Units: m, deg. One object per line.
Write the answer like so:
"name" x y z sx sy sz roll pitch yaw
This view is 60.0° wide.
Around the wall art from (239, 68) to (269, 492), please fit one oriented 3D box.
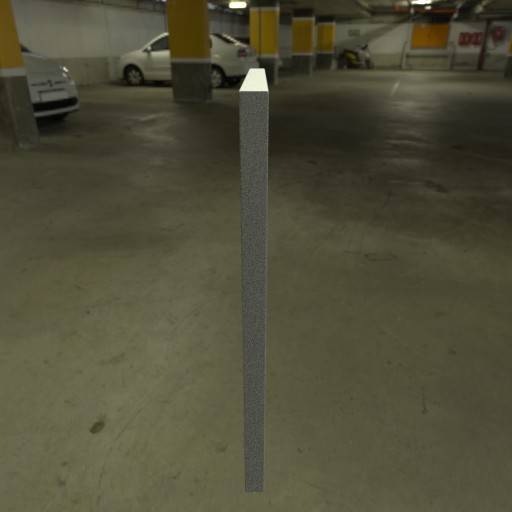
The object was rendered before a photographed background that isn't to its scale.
"wall art" 0.000 0.000 0.738 0.028 0.556 0.454 0 25 0
